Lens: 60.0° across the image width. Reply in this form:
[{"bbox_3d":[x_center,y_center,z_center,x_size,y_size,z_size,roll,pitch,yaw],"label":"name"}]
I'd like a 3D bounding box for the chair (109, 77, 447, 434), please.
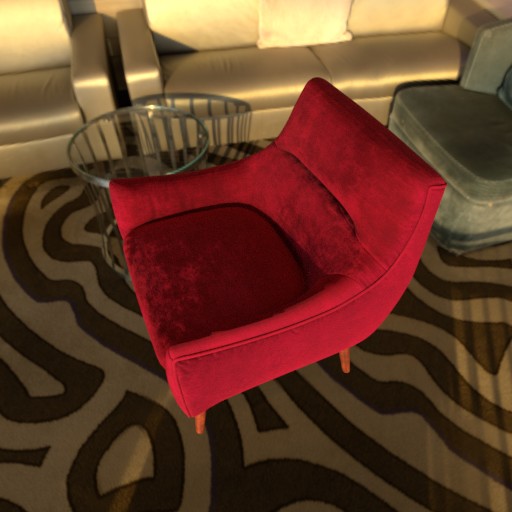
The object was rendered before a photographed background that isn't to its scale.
[{"bbox_3d":[0.000,0.000,1.441,0.787,0.838,0.762,-17,49,-16],"label":"chair"}]
